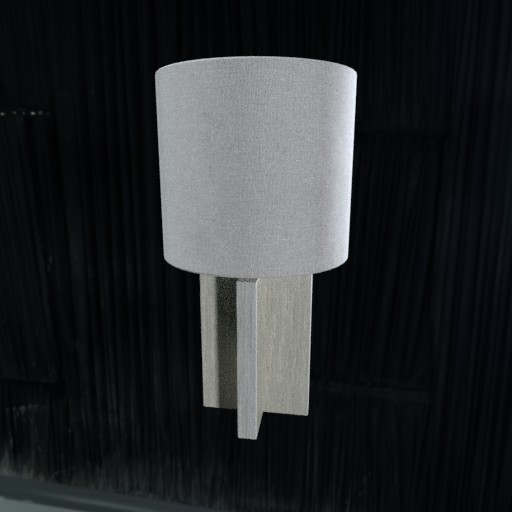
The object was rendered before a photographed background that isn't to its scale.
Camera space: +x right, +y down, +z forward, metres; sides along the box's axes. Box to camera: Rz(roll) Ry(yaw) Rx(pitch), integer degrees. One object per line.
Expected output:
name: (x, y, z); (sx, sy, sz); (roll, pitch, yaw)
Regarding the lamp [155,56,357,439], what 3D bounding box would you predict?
lamp: (0.000, 0.000, 0.563); (0.229, 0.428, 0.229); (2, 14, 9)
